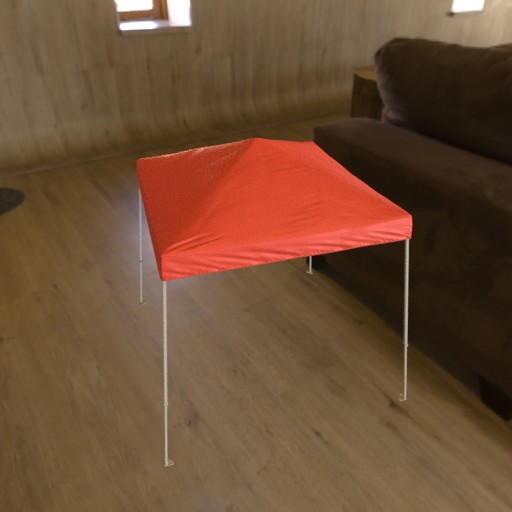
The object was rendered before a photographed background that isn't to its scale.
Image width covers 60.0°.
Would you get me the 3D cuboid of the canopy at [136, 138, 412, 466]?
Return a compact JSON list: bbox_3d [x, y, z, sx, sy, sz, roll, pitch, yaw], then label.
[{"bbox_3d":[0.000,0.000,5.290,2.850,2.850,2.849,-10,33,-15],"label":"canopy"}]
